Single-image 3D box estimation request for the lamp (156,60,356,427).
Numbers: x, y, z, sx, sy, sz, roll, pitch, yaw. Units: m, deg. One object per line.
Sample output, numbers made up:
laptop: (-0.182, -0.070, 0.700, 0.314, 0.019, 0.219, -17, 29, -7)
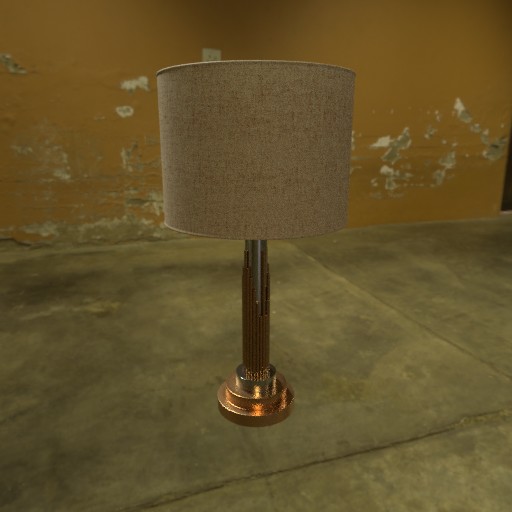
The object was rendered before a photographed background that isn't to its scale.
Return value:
lamp: (0.000, 0.000, 0.808, 0.321, 0.610, 0.321, 8, 17, 26)
